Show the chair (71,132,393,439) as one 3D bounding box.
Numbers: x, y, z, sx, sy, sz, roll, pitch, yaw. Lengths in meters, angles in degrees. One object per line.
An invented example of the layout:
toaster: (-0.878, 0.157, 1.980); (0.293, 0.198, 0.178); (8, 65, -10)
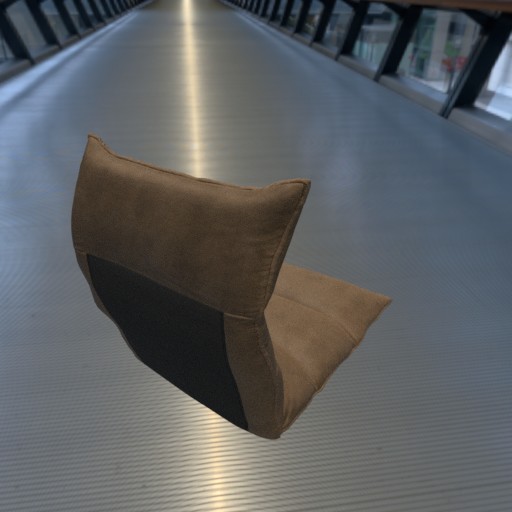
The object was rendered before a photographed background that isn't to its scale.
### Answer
chair: (0.000, 0.000, 1.548); (0.714, 0.892, 0.985); (21, 36, 31)
